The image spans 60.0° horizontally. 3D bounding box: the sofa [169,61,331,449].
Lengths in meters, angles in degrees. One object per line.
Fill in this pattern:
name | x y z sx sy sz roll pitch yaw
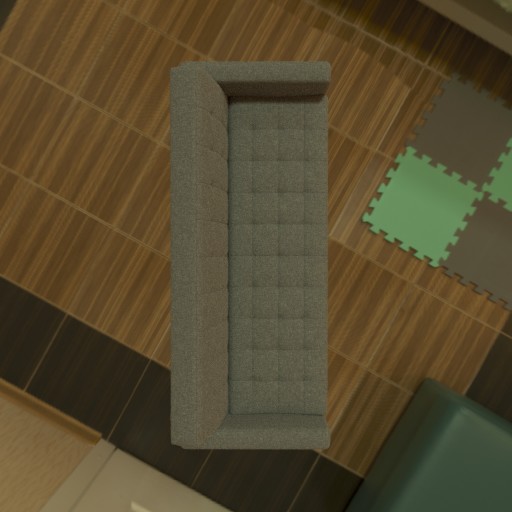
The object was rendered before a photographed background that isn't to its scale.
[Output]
sofa | 0.000 0.000 2.470 0.810 0.850 2.040 0 91 0
